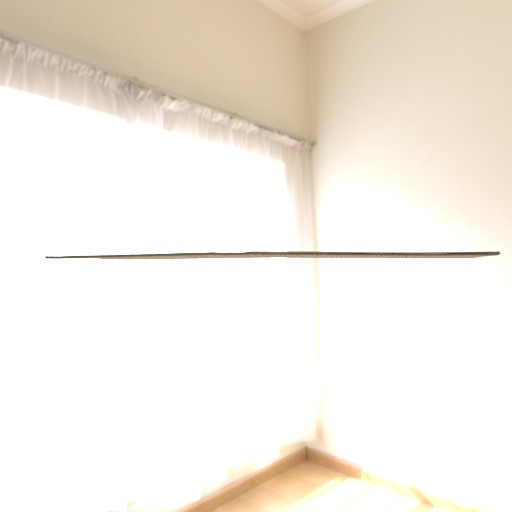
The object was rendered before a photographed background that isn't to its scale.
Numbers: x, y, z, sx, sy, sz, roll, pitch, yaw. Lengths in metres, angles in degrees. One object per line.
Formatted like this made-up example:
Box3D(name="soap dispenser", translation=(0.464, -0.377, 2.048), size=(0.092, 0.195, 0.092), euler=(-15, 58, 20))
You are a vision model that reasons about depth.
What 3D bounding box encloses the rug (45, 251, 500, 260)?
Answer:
Box3D(name="rug", translation=(0.000, 0.000, 2.484), size=(2.320, 0.032, 0.692), euler=(0, -1, 18))
